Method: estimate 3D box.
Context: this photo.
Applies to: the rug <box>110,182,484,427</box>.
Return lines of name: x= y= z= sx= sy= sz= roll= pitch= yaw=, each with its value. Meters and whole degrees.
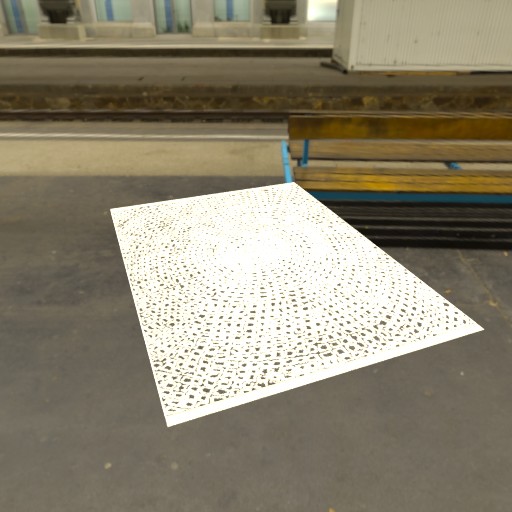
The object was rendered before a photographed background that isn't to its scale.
rug: x=0.000 y=0.000 z=2.124 sx=1.190 sy=0.003 sz=1.634 roll=-11 pitch=32 yaw=-18
